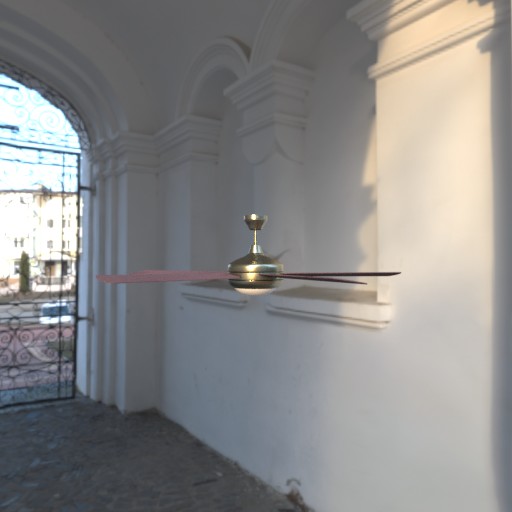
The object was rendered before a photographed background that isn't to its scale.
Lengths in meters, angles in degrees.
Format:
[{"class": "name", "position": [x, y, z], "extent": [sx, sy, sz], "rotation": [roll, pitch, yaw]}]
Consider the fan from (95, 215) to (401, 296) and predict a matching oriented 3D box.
[{"class": "fan", "position": [0.000, 0.000, 1.969], "extent": [1.321, 0.356, 1.321], "rotation": [0, 0, -17]}]
